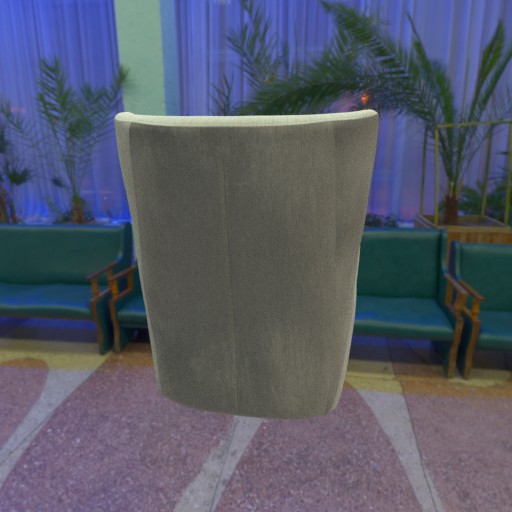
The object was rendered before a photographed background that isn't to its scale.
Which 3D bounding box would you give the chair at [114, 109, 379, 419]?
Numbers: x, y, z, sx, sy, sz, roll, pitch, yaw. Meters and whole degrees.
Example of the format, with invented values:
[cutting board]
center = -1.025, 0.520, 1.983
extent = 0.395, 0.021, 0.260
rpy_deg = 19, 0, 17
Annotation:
[chair]
center = 0.000, 0.000, 1.631
extent = 0.779, 1.000, 0.904
rpy_deg = 3, 16, 10
